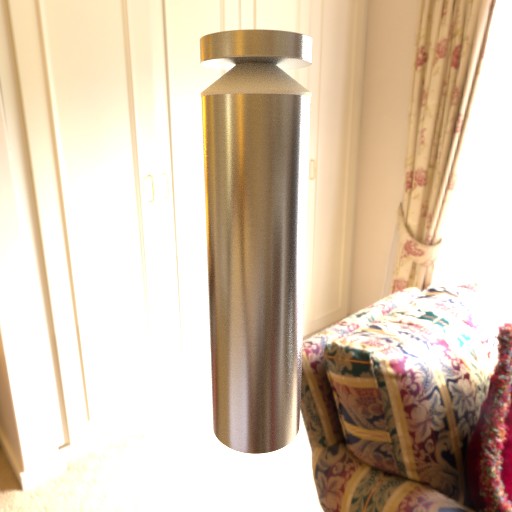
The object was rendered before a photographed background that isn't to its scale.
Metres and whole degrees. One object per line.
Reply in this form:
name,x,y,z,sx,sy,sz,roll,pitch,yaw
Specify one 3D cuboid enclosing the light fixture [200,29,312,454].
light fixture,0.000,0.000,0.452,0.102,0.400,0.102,3,17,8
